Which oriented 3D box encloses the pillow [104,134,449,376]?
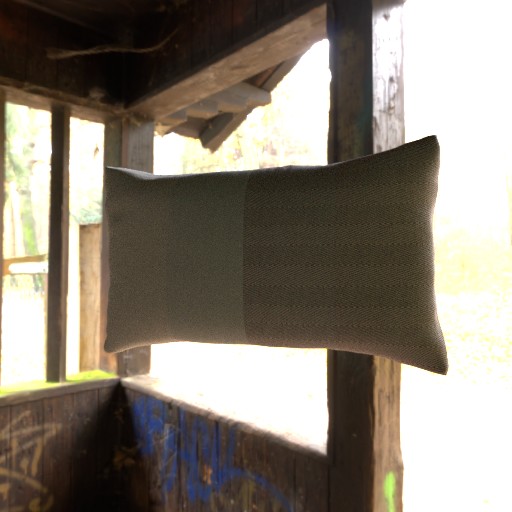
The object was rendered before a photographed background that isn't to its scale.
[{"bbox_3d":[0.000,0.000,0.634,0.506,0.305,0.139,0,-1,18],"label":"pillow"}]
